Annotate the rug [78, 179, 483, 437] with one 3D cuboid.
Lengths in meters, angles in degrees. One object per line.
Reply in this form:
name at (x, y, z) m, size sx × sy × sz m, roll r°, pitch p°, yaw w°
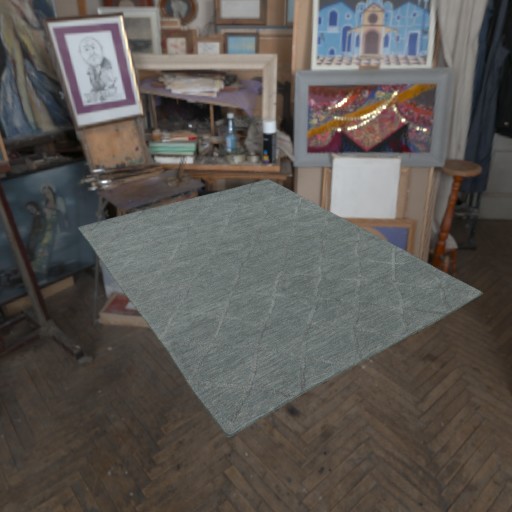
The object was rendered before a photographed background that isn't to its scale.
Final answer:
rug at (0.000, 0.000, 4.089) m, size 2.438 × 0.013 × 3.048 m, roll -19°, pitch 36°, yaw -29°
